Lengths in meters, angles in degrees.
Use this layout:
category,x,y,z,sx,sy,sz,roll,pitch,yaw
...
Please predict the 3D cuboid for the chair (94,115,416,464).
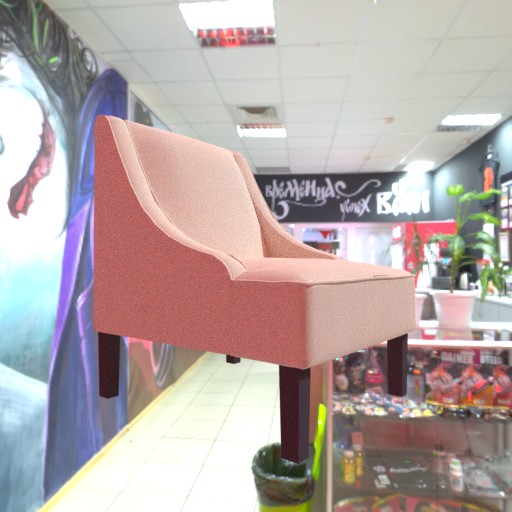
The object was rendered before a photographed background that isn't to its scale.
category,x,y,z,sx,sy,sz,roll,pitch,yaw
chair,0.000,0.000,1.415,0.806,0.886,0.689,0,-1,39
